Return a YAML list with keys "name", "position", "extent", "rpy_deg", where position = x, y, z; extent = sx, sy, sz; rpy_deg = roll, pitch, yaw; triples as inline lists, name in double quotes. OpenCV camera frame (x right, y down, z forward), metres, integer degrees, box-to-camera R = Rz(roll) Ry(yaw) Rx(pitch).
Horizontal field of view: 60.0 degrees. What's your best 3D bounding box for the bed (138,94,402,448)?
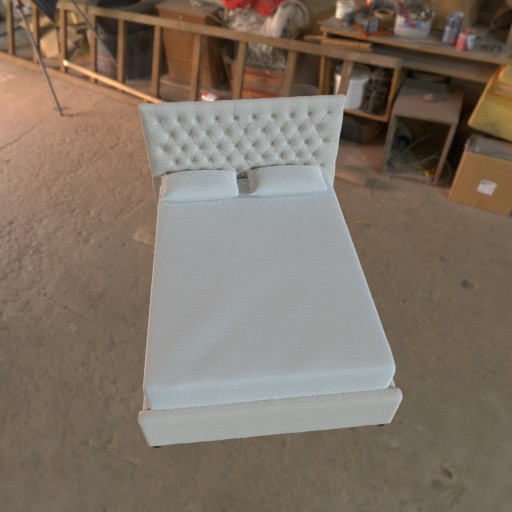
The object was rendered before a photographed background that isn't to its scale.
- name: "bed"
  position: [0.000, 0.000, 3.348]
  extent: [1.696, 1.426, 2.233]
  rpy_deg: [-4, 46, -4]
